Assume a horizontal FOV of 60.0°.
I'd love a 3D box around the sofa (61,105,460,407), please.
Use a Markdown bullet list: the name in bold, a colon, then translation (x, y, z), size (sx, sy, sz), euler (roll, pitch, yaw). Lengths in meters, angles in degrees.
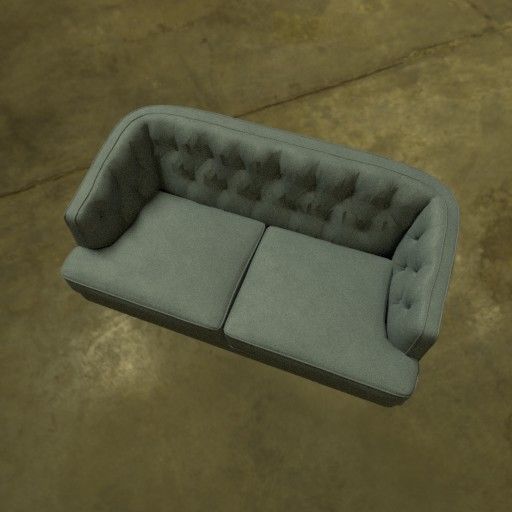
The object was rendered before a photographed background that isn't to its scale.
- **sofa**: translation (0.000, 0.000, 2.234), size (1.733, 0.855, 0.941), euler (17, 60, 10)
